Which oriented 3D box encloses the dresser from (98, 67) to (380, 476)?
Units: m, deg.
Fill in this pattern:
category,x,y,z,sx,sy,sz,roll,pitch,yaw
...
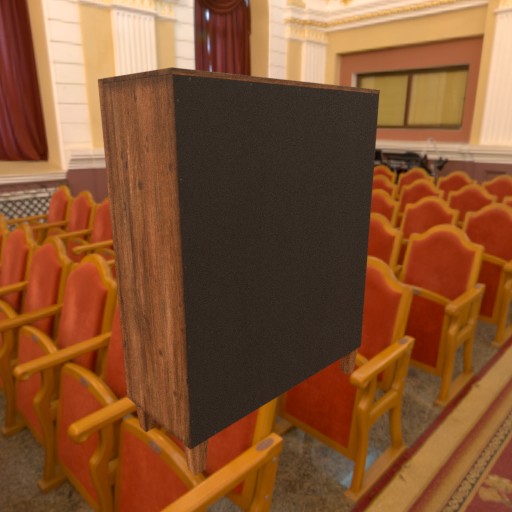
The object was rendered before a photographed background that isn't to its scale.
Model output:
category,x,y,z,sx,sy,sz,roll,pitch,yaw
dresser,0.000,0.000,1.884,1.067,1.359,0.438,-15,22,-42
